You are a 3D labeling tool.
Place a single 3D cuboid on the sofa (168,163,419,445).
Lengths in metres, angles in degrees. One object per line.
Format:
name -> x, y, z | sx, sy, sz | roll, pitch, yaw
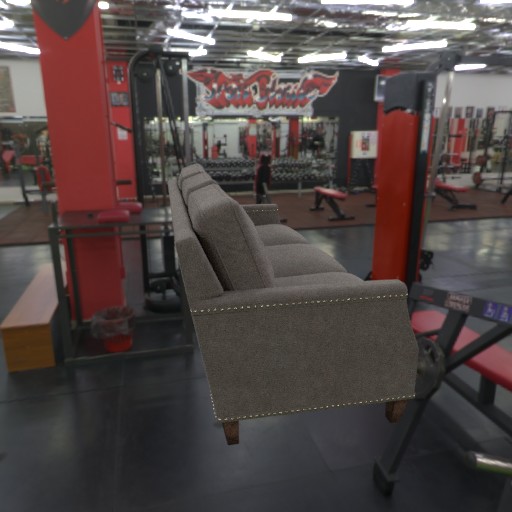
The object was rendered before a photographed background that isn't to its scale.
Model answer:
sofa -> 0.000, 0.000, 2.795 | 1.034, 1.042, 2.226 | -3, 16, -11
